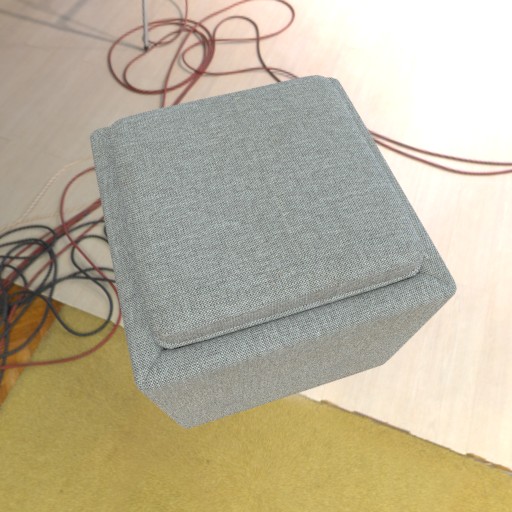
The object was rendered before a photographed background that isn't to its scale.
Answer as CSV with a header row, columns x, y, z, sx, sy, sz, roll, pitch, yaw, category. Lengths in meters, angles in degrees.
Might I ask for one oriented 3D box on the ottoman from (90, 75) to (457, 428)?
x,y,z,sx,sy,sz,roll,pitch,yaw,category
0.000,0.000,0.821,0.450,0.460,0.450,-16,63,-8,ottoman
